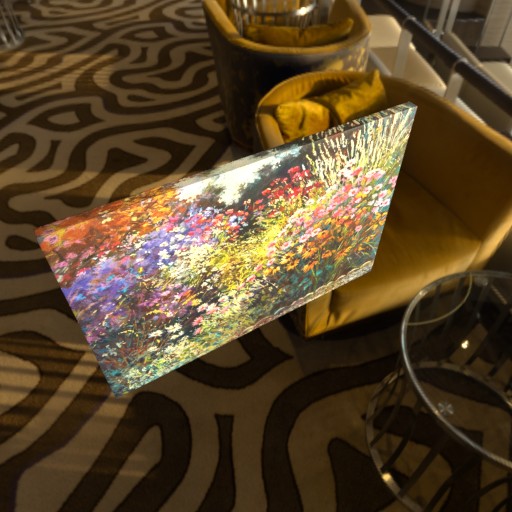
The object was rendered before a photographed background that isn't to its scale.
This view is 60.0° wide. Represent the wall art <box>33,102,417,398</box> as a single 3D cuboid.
[{"bbox_3d":[0.000,0.000,1.450,1.136,0.760,0.042,-23,51,-21],"label":"wall art"}]
